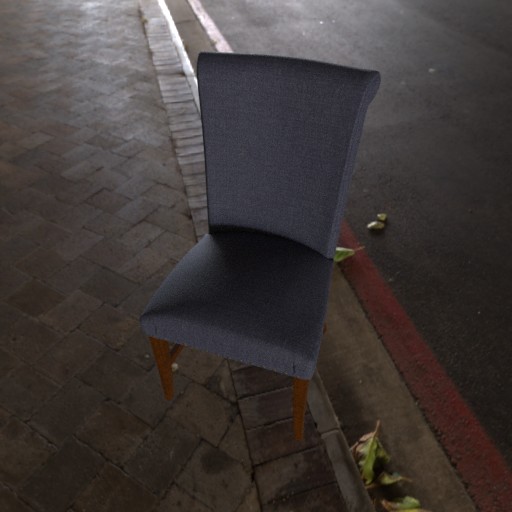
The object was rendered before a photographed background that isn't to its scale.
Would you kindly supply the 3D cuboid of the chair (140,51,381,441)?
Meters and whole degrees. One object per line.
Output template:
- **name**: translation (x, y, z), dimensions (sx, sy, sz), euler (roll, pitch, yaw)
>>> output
- **chair**: translation (0.000, 0.000, 1.340), dimensions (0.513, 0.988, 0.608), euler (12, 44, 13)
